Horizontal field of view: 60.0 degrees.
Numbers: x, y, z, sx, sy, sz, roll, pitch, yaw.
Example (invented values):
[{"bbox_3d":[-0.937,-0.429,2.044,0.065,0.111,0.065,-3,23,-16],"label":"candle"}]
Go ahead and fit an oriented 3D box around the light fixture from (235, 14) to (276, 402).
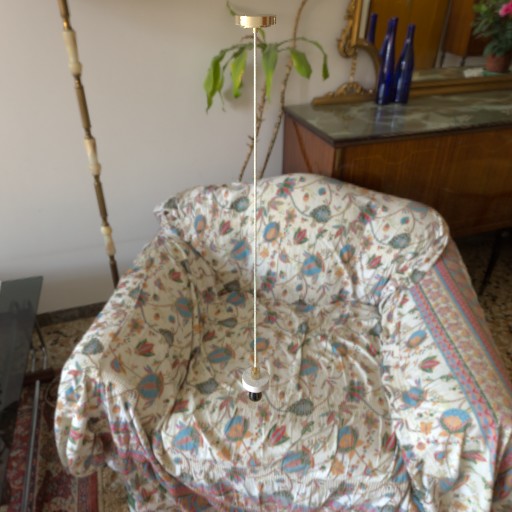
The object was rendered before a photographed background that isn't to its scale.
[{"bbox_3d":[0.000,0.000,1.745,0.129,1.669,0.129,21,38,30],"label":"light fixture"}]
